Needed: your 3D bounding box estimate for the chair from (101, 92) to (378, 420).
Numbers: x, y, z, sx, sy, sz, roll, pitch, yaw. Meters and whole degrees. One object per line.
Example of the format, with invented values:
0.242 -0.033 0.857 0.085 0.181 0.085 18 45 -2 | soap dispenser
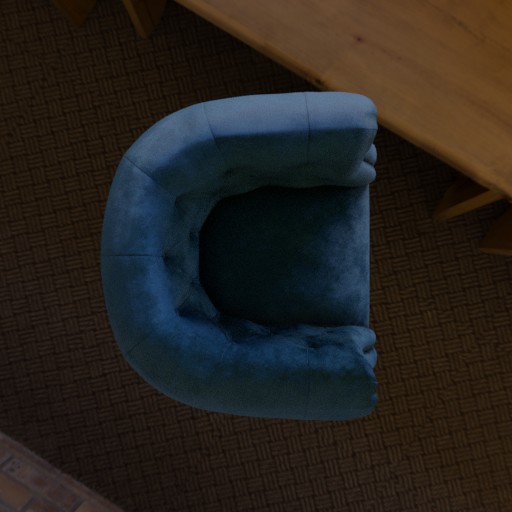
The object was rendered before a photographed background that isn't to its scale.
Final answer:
0.000 0.000 1.553 0.851 0.826 0.904 0 90 1 | chair
